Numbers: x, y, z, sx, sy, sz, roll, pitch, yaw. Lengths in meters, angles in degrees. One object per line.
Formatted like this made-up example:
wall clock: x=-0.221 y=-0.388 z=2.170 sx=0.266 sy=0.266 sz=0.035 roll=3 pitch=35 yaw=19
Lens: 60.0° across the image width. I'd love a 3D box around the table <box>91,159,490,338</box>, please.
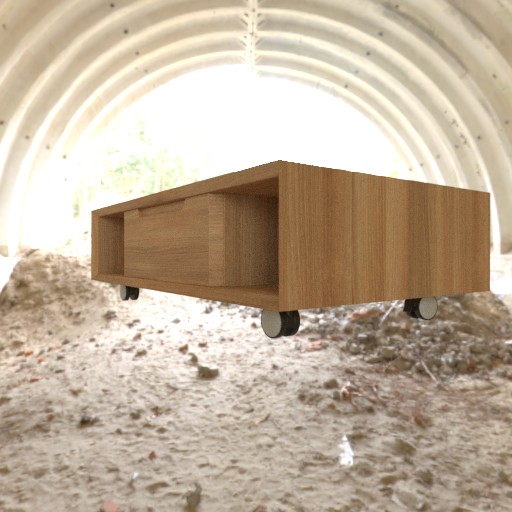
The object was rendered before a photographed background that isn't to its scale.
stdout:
table: x=0.000 y=0.000 z=1.387 sx=0.700 sy=0.330 sz=1.100 roll=0 pitch=0 yaw=-36
